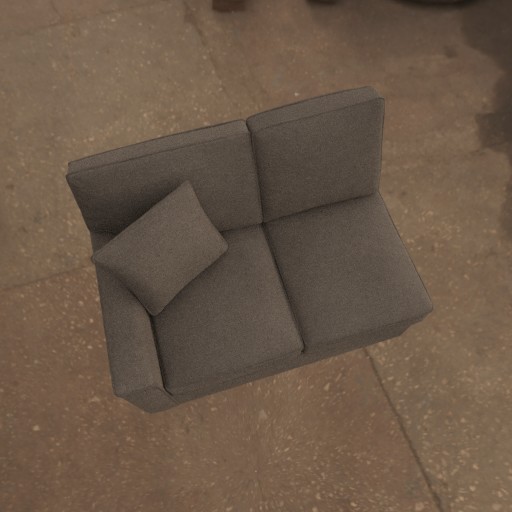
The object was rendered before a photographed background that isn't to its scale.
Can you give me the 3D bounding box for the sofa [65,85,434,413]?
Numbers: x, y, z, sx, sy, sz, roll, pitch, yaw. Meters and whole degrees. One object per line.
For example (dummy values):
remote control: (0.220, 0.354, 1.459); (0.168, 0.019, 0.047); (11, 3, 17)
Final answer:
sofa: (0.000, 0.000, 2.059); (1.388, 0.989, 0.991); (-15, 65, -7)
